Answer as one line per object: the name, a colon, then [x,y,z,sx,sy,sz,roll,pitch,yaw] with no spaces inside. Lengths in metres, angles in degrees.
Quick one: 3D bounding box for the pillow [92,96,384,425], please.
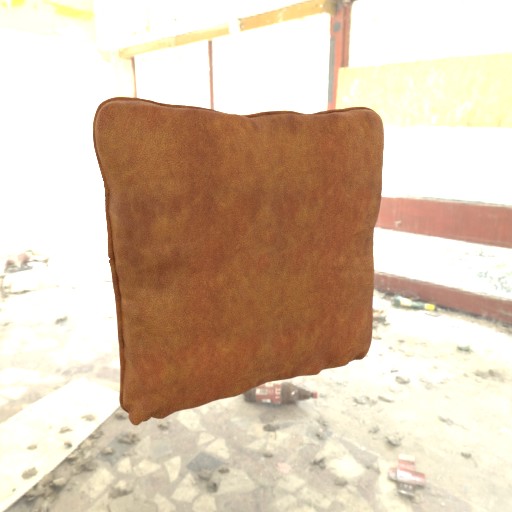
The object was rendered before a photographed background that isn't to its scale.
pillow: [0.000,0.000,0.746,0.489,0.490,0.130,-7,17,-26]
